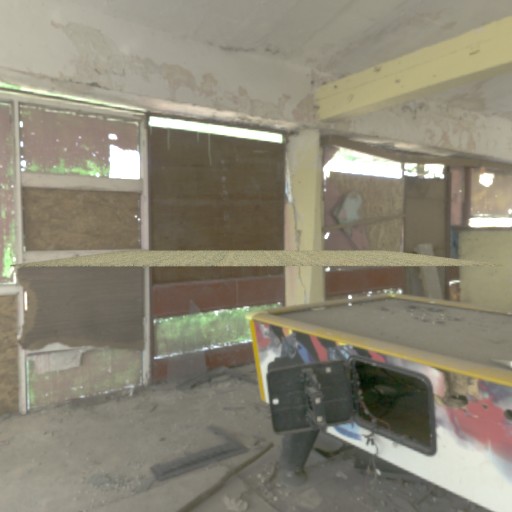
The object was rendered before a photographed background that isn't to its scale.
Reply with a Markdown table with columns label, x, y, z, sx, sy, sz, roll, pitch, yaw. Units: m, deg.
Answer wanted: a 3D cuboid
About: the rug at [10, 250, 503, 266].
| label | x | y | z | sx | sy | sz | roll | pitch | yaw |
| --- | --- | --- | --- | --- | --- | --- | --- | --- | --- |
| rug | 0.000 | 0.000 | 4.091 | 3.201 | 0.014 | 2.437 | 0 | 3 | -1 |
